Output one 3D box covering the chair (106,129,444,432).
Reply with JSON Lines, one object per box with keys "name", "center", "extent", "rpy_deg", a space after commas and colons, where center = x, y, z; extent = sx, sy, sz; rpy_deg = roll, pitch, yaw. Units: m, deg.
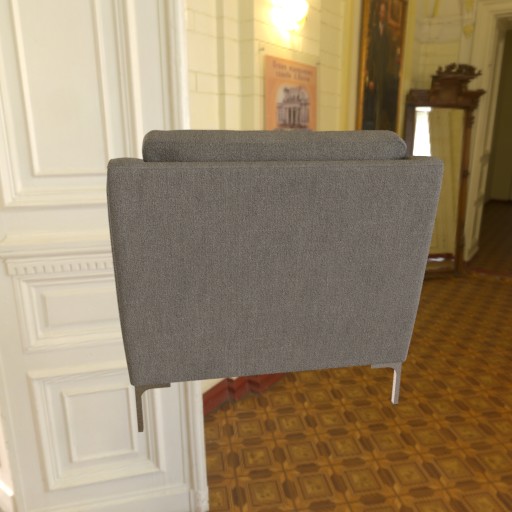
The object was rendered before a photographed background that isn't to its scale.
{"name": "chair", "center": [0.000, 0.000, 1.525], "extent": [0.847, 0.828, 0.849], "rpy_deg": [-3, 15, -9]}
